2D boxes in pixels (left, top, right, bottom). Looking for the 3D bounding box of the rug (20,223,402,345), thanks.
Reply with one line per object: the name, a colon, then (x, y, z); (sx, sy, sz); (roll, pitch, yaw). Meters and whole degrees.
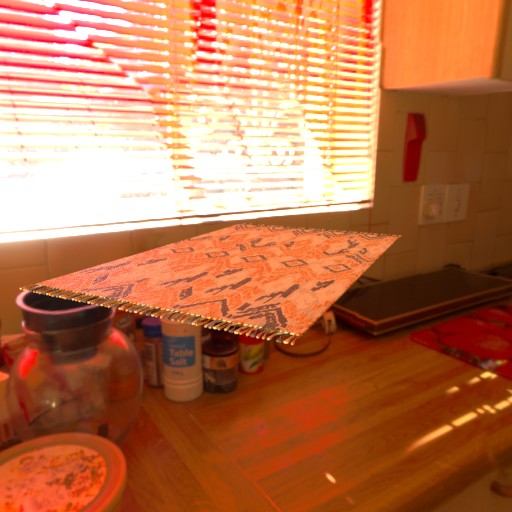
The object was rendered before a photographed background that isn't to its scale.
rug: (0.000, 0.000, 3.010); (1.533, 0.010, 2.428); (7, 15, 26)
